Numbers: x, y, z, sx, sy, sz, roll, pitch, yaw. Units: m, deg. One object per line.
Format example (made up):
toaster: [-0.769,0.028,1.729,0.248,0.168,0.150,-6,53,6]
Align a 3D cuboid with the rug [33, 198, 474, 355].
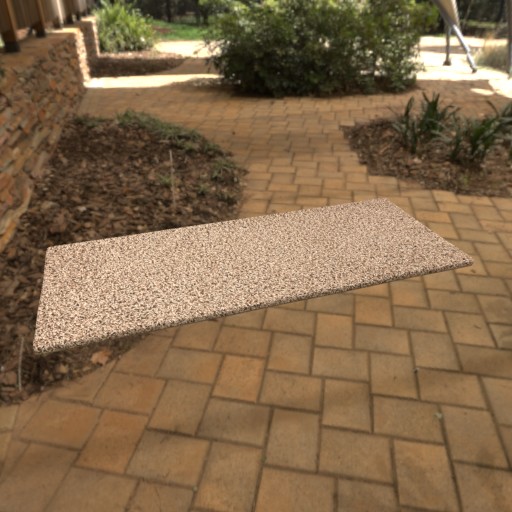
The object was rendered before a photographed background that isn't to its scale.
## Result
rug: [0.000,0.000,1.696,1.524,0.030,0.609,-10,32,-16]
